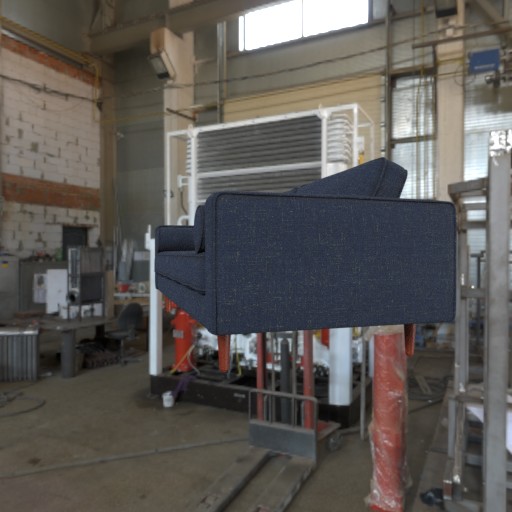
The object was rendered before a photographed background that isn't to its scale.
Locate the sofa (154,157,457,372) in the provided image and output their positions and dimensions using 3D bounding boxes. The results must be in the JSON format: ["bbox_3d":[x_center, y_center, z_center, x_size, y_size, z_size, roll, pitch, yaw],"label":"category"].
[{"bbox_3d":[0.000,0.000,2.324,0.914,0.762,1.880,0,0,-18],"label":"sofa"}]
